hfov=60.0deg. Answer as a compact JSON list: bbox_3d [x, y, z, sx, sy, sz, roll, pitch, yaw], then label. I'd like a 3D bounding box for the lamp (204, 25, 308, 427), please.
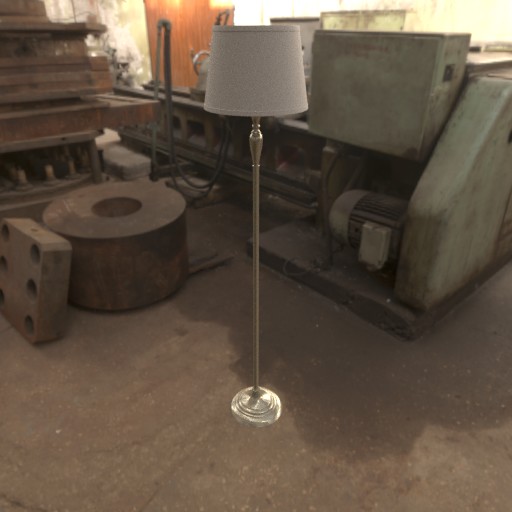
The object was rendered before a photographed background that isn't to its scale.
[{"bbox_3d":[0.000,0.000,1.633,0.327,1.506,0.327,17,32,30],"label":"lamp"}]
